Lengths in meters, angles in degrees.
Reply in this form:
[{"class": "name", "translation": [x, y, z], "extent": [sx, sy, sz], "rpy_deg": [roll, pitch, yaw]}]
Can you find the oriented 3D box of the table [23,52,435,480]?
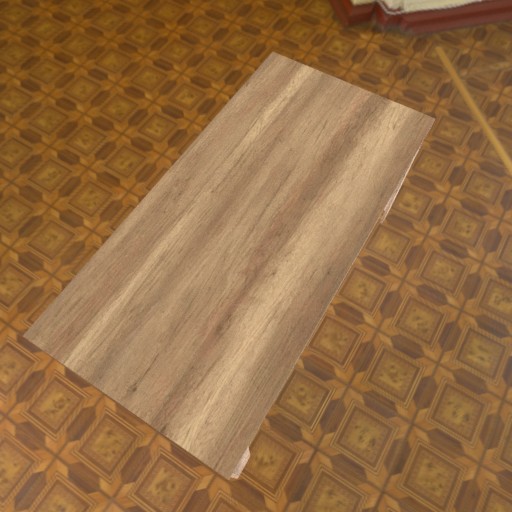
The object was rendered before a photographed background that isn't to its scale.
[{"class": "table", "translation": [0.000, 0.000, 2.217], "extent": [0.900, 0.790, 1.800], "rpy_deg": [29, 66, 14]}]
